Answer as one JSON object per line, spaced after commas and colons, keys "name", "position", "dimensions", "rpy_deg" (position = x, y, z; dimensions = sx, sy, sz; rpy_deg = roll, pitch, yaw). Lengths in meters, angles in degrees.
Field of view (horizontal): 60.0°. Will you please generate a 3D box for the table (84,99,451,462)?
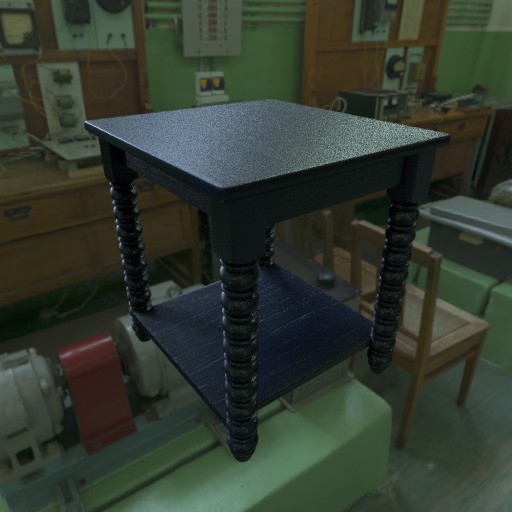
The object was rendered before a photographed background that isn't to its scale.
{"name": "table", "position": [0.000, 0.000, 0.995], "dimensions": [0.500, 0.567, 0.533], "rpy_deg": [-19, 33, -32]}
